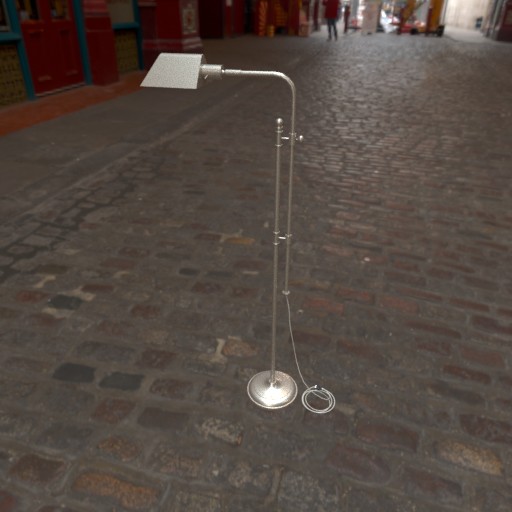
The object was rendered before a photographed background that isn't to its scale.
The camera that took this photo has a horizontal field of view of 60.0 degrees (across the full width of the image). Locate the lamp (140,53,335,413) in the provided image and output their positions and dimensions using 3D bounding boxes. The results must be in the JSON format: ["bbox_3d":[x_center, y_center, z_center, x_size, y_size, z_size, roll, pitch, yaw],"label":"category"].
[{"bbox_3d":[0.000,0.000,1.900,0.813,1.571,0.256,8,31,13],"label":"lamp"}]
